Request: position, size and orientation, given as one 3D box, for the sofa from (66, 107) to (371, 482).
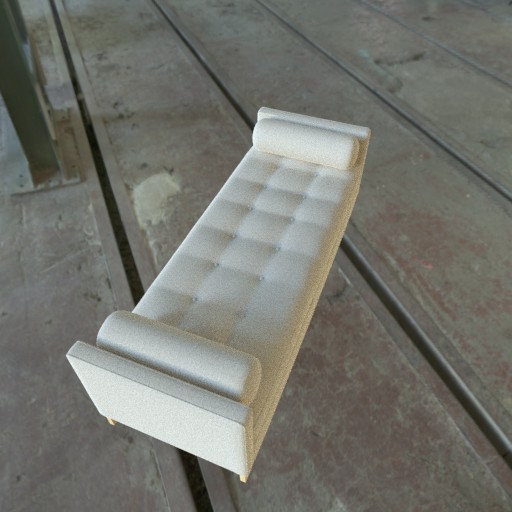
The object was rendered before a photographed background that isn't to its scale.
[{"bbox_3d":[0.000,0.000,2.371,0.746,0.641,1.985,16,49,15],"label":"sofa"}]
